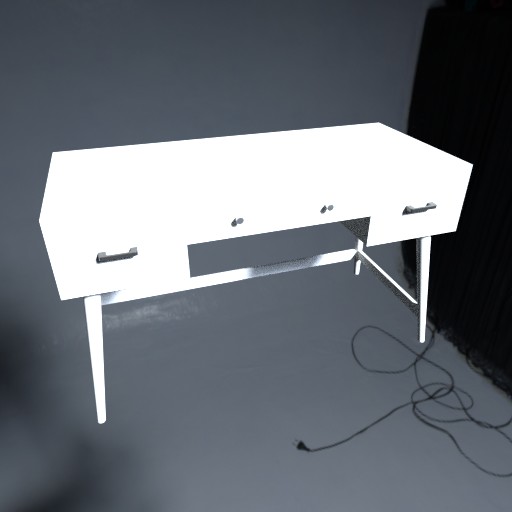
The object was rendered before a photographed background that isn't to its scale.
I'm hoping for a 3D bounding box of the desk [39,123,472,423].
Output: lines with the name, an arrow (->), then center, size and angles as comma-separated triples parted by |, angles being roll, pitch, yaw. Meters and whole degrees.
desk -> 0.000, 0.000, 1.695 | 1.313, 0.762, 0.589 | -10, 32, -16
